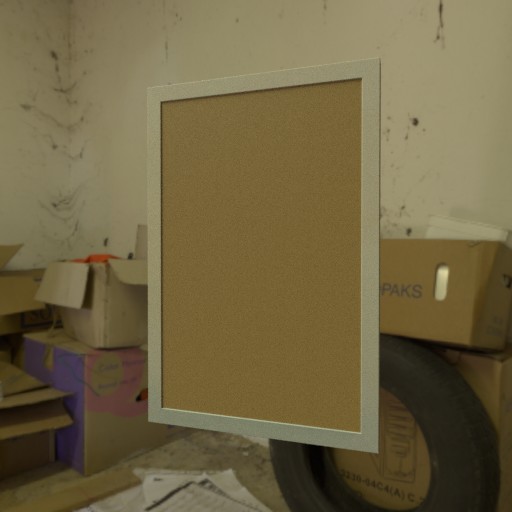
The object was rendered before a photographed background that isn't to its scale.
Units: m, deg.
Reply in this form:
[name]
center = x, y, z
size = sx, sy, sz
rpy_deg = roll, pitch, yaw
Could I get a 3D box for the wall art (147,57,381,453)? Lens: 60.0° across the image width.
[wall art]
center = 0.000, 0.000, 1.137
size = 0.612, 0.915, 0.039
rpy_deg = 0, 1, 18
